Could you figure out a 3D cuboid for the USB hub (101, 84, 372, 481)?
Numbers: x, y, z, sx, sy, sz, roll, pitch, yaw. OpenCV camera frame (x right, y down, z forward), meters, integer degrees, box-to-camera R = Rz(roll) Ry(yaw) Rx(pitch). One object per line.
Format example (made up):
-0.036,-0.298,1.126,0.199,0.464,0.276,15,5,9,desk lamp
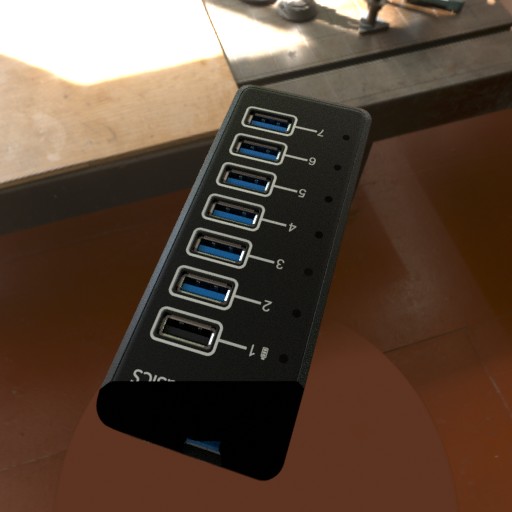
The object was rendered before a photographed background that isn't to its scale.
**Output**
0.000,0.000,0.128,0.044,0.023,0.110,15,64,8,USB hub
